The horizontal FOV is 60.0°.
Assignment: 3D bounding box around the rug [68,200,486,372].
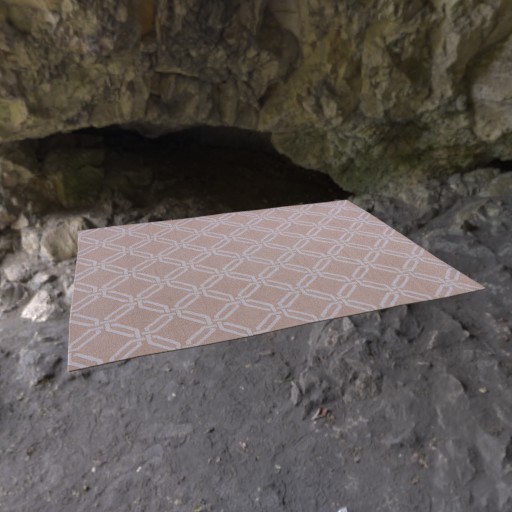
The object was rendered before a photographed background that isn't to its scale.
[{"bbox_3d":[0.000,0.000,4.336,3.365,0.020,2.452,-8,27,-16],"label":"rug"}]
